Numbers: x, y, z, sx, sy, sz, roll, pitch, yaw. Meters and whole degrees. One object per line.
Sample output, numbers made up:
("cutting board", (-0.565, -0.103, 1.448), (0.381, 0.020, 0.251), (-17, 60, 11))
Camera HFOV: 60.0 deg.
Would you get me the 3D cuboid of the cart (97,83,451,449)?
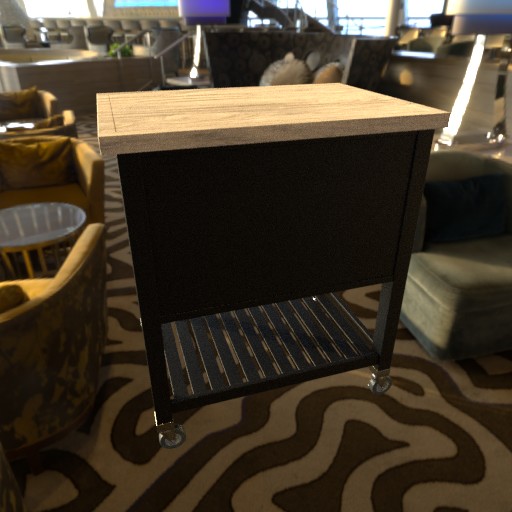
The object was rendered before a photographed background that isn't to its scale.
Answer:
("cart", (0.000, 0.000, 1.384), (0.797, 0.920, 0.567), (-9, 29, -16))
